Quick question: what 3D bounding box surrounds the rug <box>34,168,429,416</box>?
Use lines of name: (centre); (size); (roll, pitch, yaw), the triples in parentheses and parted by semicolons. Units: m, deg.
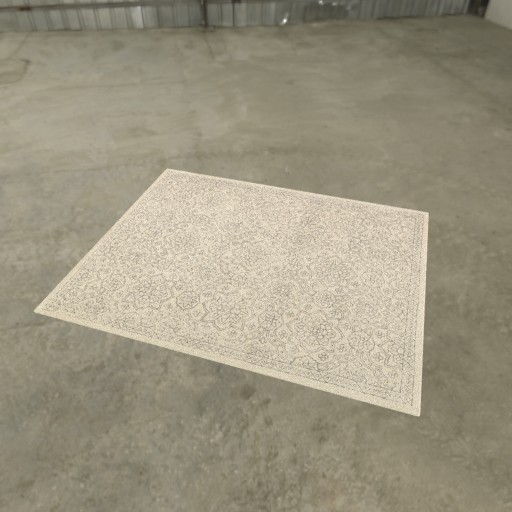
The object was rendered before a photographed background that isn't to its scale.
rug: (0.000, 0.000, 4.157); (3.050, 0.015, 2.441); (12, 42, 13)
